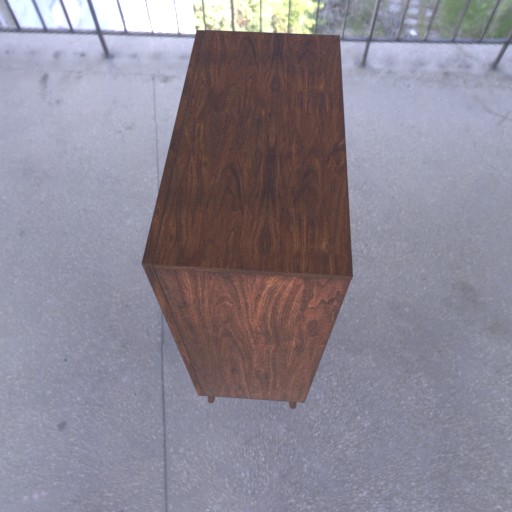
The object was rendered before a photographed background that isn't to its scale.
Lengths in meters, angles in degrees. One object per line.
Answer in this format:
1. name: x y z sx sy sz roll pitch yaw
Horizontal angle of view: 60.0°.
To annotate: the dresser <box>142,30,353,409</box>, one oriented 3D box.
1. dresser: 0.000 0.000 1.823 0.498 1.365 0.919 3 58 2
